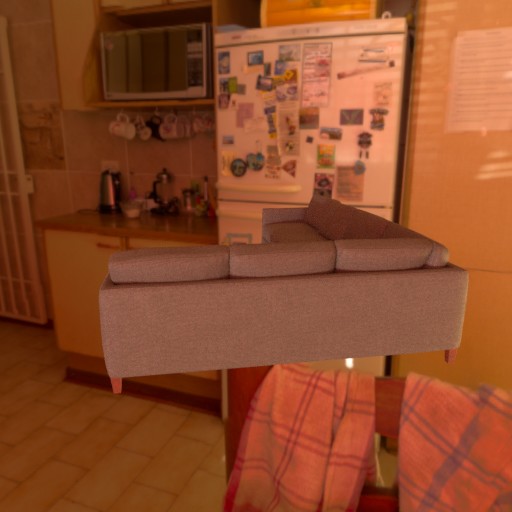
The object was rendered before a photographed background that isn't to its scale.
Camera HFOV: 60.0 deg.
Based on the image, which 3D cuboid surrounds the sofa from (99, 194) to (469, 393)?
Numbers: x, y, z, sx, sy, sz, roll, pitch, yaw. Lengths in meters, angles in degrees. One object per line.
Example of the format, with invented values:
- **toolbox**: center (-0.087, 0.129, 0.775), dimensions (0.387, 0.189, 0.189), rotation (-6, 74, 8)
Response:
- **sofa**: center (0.000, 0.000, 4.566), dimensions (2.593, 0.947, 3.302), rotation (-2, 15, -9)
